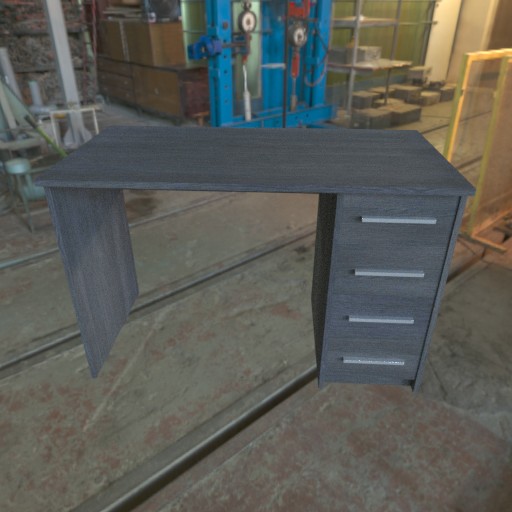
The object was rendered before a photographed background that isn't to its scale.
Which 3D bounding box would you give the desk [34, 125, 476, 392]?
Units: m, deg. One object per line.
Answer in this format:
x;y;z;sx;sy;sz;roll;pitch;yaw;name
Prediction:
0.000;0.000;1.515;1.096;0.730;0.560;2;30;3;desk
